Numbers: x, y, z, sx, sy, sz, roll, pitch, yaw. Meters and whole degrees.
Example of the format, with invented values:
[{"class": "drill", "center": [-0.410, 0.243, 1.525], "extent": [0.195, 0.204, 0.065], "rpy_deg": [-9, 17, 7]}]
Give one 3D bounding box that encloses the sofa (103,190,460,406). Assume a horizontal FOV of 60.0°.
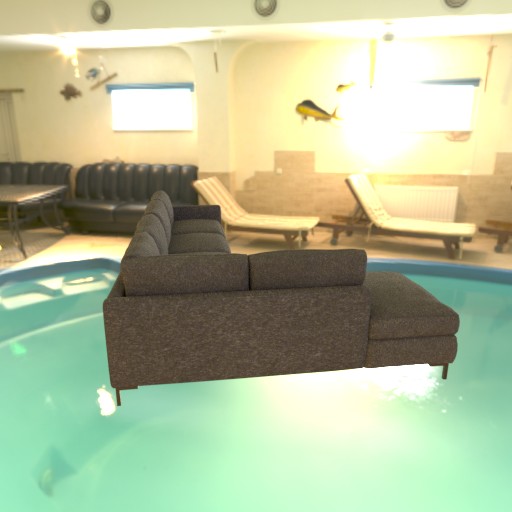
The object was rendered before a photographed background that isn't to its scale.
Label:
[{"class": "sofa", "center": [0.000, 0.000, 3.809], "extent": [2.007, 0.815, 2.949], "rpy_deg": [-2, 16, -8]}]
